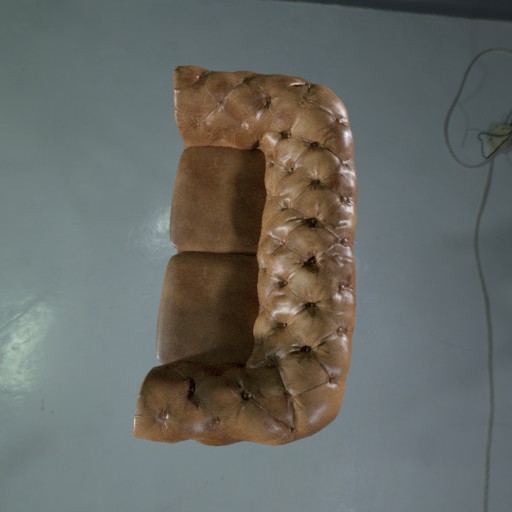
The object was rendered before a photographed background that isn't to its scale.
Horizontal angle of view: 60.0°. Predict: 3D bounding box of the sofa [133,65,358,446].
[{"bbox_3d":[0.000,0.000,2.569,1.042,0.877,1.979,4,76,1],"label":"sofa"}]
